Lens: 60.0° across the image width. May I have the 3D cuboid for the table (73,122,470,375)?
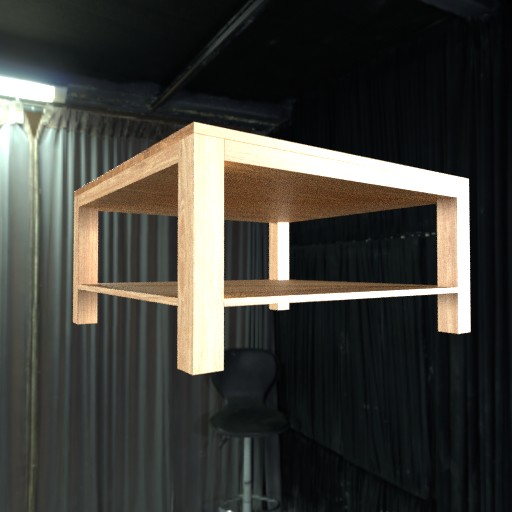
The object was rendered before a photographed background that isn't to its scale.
[{"bbox_3d":[0.000,0.000,1.412,0.900,0.450,0.900,1,-2,-35],"label":"table"}]
